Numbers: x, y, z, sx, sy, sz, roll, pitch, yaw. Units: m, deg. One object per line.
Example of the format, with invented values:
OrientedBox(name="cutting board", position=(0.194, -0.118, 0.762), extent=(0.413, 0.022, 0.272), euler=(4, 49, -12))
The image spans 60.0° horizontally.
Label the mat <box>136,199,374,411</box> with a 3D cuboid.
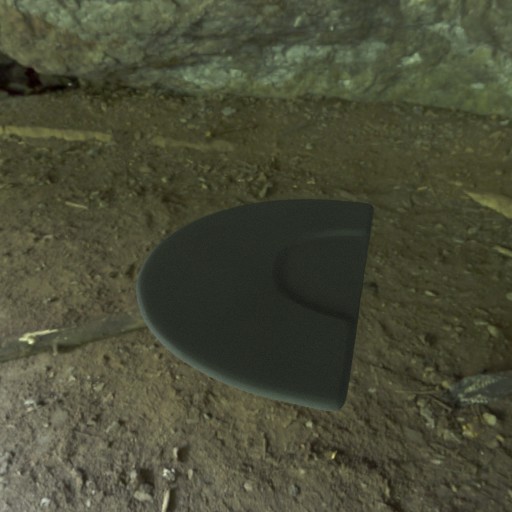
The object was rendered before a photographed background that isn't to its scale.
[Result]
OrientedBox(name="mat", position=(0.000, 0.000, 1.899), extent=(0.917, 0.022, 1.525), euler=(8, 29, 14))
